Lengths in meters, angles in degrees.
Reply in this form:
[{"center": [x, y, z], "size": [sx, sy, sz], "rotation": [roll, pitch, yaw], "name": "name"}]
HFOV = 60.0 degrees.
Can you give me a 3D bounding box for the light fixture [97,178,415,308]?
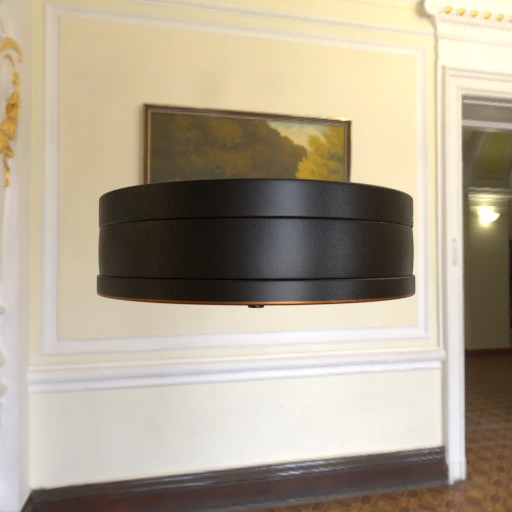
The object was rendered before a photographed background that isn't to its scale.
[{"center": [0.000, 0.000, 0.419], "size": [0.283, 0.097, 0.283], "rotation": [0, -1, 0], "name": "light fixture"}]
